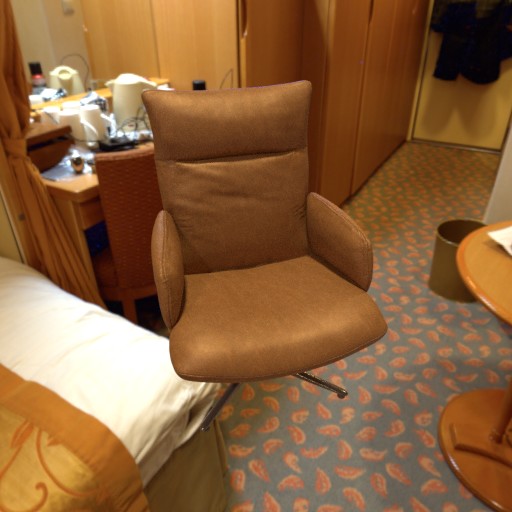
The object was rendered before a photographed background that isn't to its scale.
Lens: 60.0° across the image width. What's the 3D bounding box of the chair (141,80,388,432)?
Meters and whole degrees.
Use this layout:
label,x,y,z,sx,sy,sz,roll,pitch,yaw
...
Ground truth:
label,x,y,z,sx,sy,sz,roll,pitch,yaw
chair,0.000,0.000,1.555,0.711,1.027,0.794,-9,33,-14
